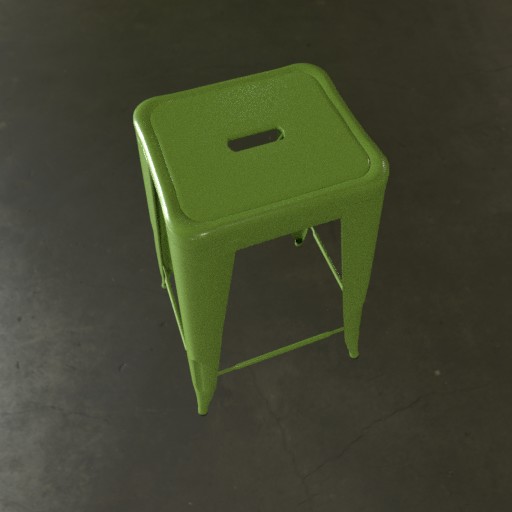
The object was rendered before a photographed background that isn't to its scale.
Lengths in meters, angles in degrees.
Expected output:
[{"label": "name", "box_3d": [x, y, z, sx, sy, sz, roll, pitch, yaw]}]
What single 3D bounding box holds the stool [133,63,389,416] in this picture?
[{"label": "stool", "box_3d": [0.000, 0.000, 0.844, 0.398, 0.609, 0.358, -17, 60, -10]}]
